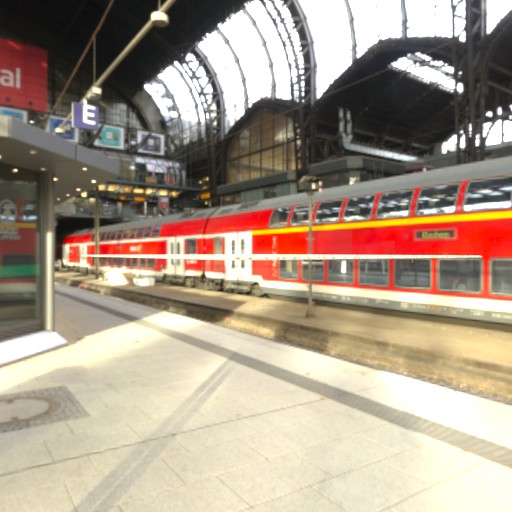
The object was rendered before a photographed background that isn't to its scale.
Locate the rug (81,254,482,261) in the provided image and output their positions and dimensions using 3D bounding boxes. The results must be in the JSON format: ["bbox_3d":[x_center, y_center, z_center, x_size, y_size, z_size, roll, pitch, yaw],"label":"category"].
[{"bbox_3d":[0.000,0.000,4.202,2.441,0.017,3.050,0,1,-35],"label":"rug"}]
